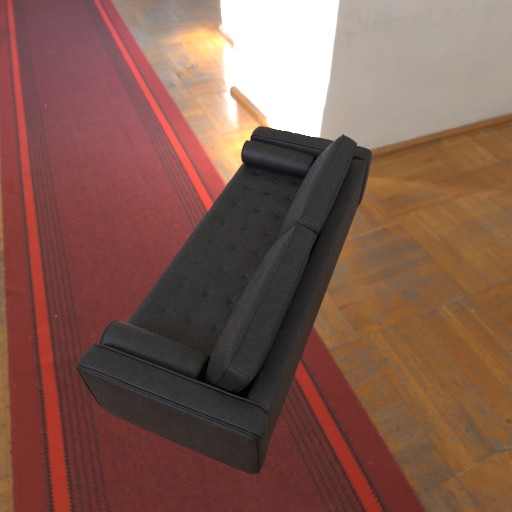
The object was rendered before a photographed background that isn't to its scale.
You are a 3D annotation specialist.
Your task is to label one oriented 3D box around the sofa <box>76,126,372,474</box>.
[{"bbox_3d":[0.000,0.000,2.677,0.914,0.762,2.210,16,49,15],"label":"sofa"}]
